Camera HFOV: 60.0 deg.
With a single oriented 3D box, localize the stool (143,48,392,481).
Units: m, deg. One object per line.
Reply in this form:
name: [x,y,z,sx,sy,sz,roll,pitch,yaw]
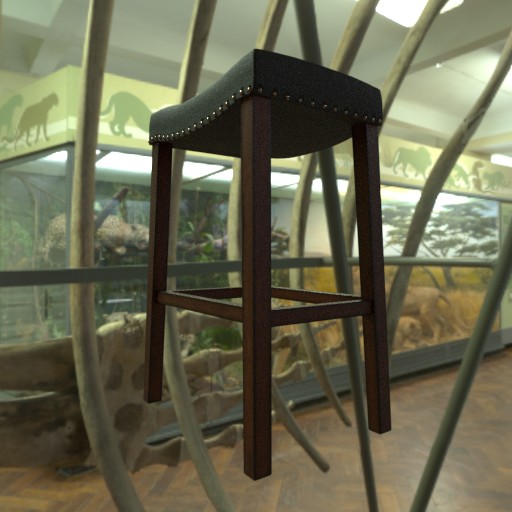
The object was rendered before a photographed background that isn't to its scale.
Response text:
stool: [0.000,0.000,1.057,0.366,0.760,0.502,0,1,-36]
